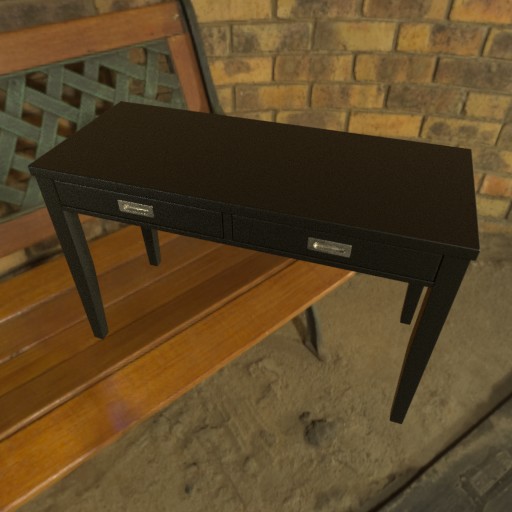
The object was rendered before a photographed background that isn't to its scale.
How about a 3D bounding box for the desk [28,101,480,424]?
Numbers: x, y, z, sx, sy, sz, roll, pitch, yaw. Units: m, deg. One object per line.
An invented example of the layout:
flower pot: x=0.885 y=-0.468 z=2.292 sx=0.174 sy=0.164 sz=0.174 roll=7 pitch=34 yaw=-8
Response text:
desk: x=0.000 y=0.000 z=1.565 sx=1.220 sy=0.775 sz=0.508 roll=12 pitch=42 yaw=14
